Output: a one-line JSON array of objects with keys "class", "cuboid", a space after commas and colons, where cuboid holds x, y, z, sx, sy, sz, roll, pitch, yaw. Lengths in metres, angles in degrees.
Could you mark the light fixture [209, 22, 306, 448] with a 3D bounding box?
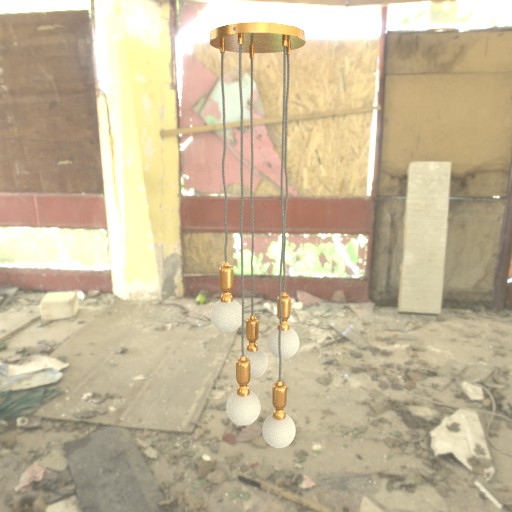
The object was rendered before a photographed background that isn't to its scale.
[{"class": "light fixture", "cuboid": [0.000, 0.000, 0.498, 0.108, 0.457, 0.105, 7, 16, 25]}]
